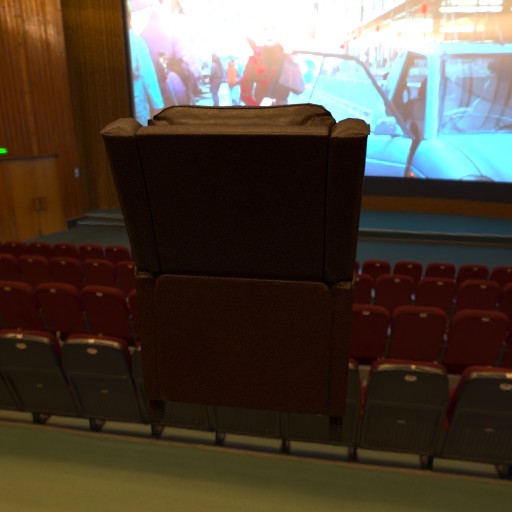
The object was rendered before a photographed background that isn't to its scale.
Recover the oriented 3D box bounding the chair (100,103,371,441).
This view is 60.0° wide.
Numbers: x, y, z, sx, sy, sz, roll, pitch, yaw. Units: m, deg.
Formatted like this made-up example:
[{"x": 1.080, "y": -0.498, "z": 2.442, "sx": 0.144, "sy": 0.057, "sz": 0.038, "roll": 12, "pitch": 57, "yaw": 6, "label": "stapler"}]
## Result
[{"x": 0.000, "y": 0.000, "z": 1.767, "sx": 0.770, "sy": 1.132, "sz": 0.982, "roll": 2, "pitch": 17, "yaw": 8, "label": "chair"}]
